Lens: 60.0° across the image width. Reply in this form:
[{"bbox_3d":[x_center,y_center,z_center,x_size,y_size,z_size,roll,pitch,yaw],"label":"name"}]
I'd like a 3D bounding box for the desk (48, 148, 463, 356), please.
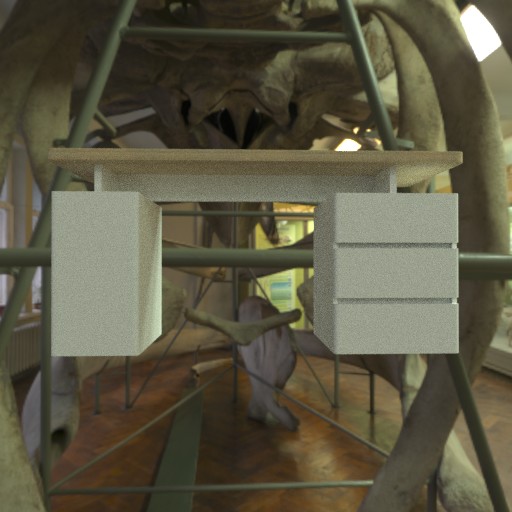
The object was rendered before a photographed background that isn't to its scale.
[{"bbox_3d":[0.000,0.000,1.853,1.500,0.755,0.550,0,0,-2],"label":"desk"}]
